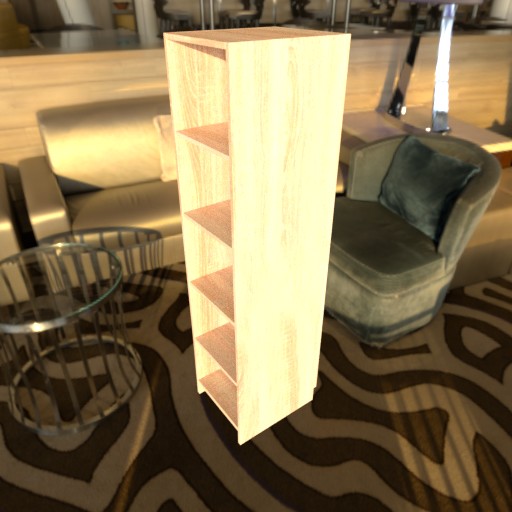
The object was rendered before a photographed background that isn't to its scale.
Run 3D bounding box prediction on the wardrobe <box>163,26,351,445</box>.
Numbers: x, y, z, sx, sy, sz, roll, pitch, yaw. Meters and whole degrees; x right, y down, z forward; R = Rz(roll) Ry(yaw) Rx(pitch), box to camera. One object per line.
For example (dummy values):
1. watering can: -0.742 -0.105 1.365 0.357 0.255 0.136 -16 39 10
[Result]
1. wardrobe: 0.000 0.000 2.351 0.588 2.117 0.496 -21 37 -30
